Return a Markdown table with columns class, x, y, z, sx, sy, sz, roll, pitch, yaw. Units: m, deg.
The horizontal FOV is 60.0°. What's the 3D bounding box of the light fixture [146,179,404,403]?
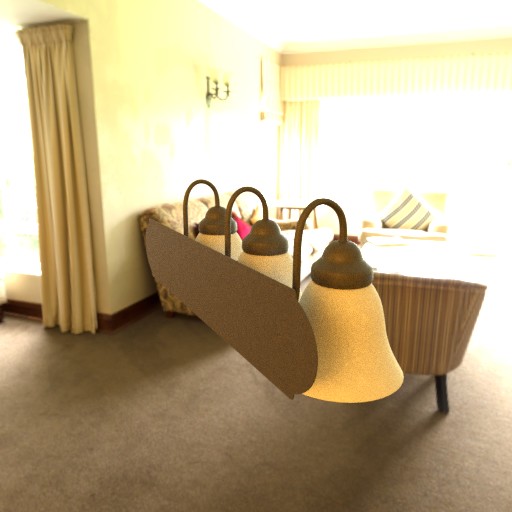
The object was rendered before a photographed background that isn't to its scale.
| class | x | y | z | sx | sy | sz | roll | pitch | yaw |
| --- | --- | --- | --- | --- | --- | --- | --- | --- | --- |
| light fixture | 0.000 | 0.000 | 0.708 | 0.199 | 0.222 | 0.610 | -7 | 15 | -27 |
